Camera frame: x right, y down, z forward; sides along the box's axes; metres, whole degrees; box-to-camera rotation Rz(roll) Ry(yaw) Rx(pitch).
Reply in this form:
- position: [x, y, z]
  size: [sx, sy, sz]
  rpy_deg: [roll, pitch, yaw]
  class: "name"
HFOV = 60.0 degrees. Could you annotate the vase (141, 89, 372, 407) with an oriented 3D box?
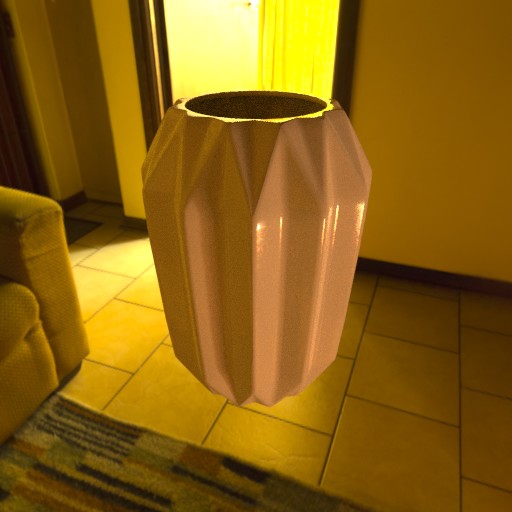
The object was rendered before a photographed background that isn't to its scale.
- position: [0.000, 0.000, 0.413]
  size: [0.195, 0.275, 0.195]
  rpy_deg: [0, 30, 0]
  class: "vase"
